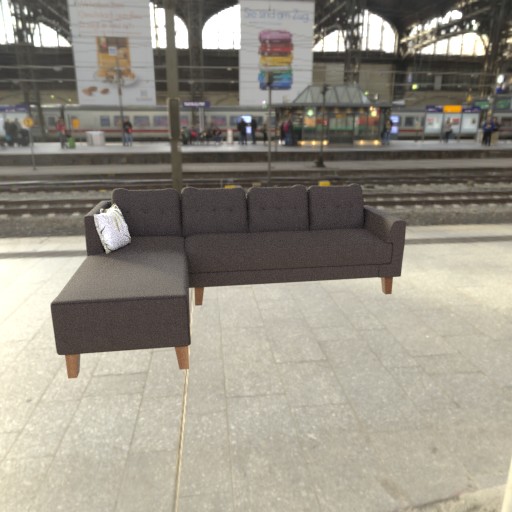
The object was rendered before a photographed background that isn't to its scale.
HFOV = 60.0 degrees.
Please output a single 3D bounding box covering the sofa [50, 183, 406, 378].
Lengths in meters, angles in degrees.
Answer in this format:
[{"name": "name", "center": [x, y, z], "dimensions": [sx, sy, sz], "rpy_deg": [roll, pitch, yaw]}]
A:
[{"name": "sofa", "center": [0.000, 0.000, 3.583], "dimensions": [2.679, 0.932, 1.829], "rpy_deg": [-3, 16, -9]}]
